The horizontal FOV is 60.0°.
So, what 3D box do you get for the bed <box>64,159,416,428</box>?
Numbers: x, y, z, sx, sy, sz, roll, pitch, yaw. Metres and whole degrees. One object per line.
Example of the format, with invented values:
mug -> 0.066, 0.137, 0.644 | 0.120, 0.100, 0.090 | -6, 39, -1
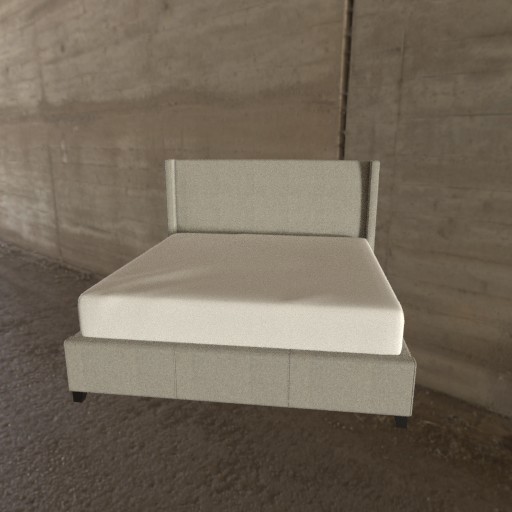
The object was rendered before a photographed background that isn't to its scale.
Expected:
bed -> 0.000, 0.000, 3.636 | 2.140, 1.470, 2.280 | 2, 15, 7
